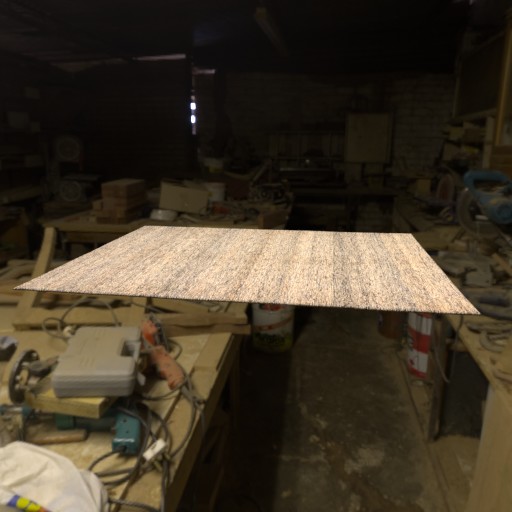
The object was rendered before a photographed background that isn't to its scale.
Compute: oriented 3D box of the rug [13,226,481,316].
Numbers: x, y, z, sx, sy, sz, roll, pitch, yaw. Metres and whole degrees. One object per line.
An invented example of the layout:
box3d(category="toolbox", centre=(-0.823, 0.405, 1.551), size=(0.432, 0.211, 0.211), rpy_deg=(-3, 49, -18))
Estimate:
box3d(category="rug", centre=(0.000, 0.000, 4.132), size=(3.199, 0.036, 2.414), rpy_deg=(2, 15, 9))
